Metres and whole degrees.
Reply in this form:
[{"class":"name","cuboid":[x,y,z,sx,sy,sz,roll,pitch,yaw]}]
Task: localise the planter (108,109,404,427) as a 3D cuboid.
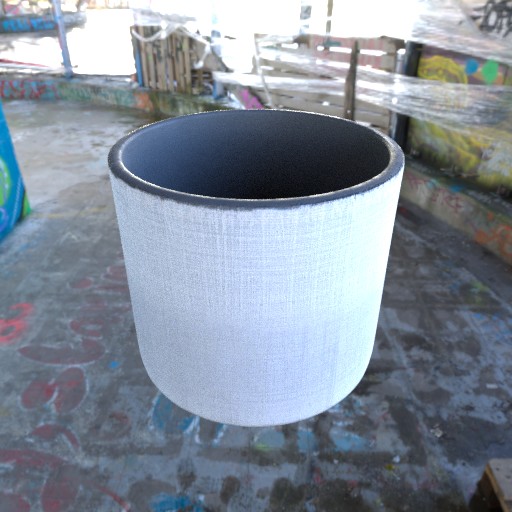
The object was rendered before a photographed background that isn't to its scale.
[{"class":"planter","cuboid":[0.000,0.000,0.387,0.221,0.201,0.221,0,32,0]}]
